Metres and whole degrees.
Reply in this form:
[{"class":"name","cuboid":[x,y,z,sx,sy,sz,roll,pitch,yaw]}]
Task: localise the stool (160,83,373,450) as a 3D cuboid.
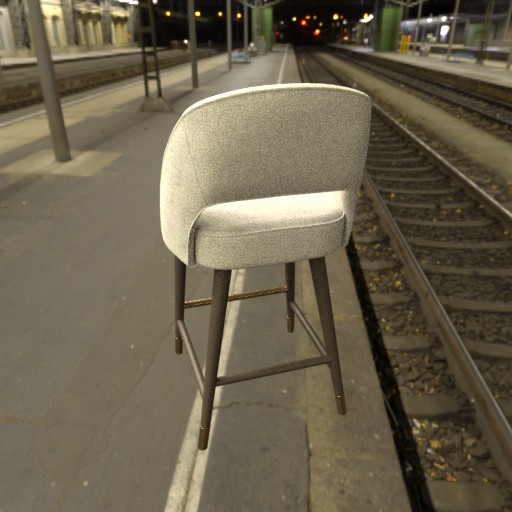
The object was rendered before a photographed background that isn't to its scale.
[{"class":"stool","cuboid":[0.000,0.000,1.235,0.494,0.940,0.509,-8,28,-15]}]
